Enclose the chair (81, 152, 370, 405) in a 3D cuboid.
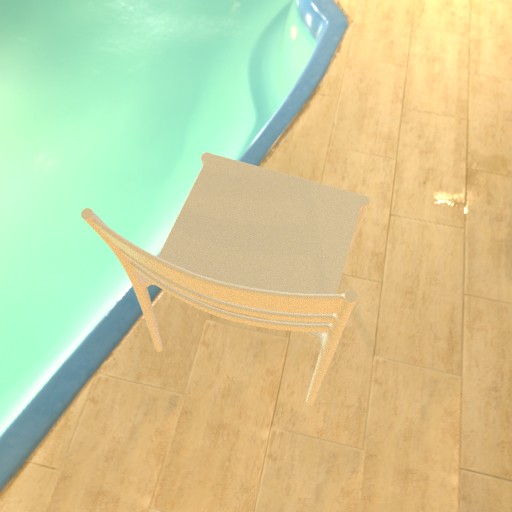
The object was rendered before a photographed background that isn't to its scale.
[{"bbox_3d":[0.000,0.000,1.148,0.531,0.800,0.511,17,64,9],"label":"chair"}]
